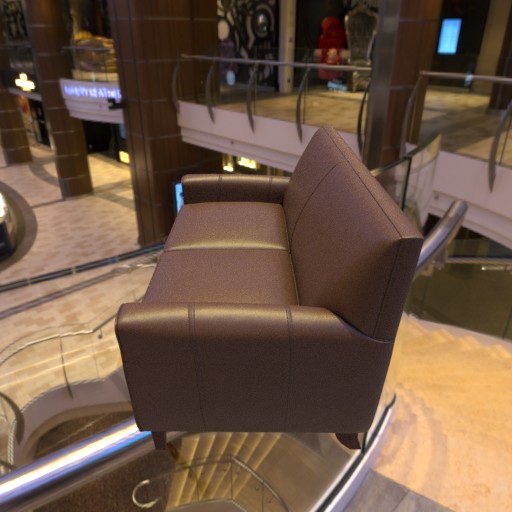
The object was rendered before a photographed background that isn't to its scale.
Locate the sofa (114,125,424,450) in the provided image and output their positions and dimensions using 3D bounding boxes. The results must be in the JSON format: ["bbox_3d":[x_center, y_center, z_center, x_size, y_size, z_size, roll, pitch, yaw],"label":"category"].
[{"bbox_3d":[0.000,0.000,1.958,0.853,0.859,1.468,0,27,0],"label":"sofa"}]
